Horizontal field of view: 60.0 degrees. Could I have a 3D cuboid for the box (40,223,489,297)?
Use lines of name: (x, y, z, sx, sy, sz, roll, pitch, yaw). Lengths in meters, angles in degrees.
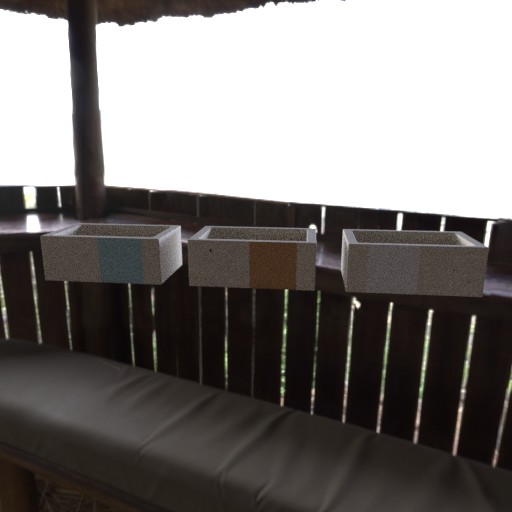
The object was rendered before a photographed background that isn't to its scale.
box: (0.000, 0.000, 0.498, 0.461, 0.051, 0.082, 2, 14, 7)
